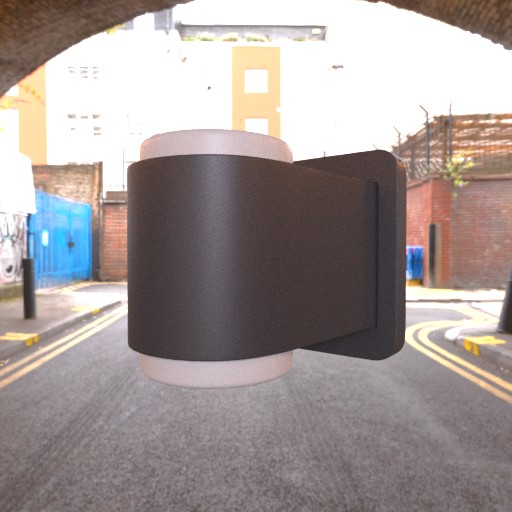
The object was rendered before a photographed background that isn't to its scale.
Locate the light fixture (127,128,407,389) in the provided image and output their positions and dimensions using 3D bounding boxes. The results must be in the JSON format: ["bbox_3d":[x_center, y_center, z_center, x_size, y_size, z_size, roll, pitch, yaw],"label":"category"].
[{"bbox_3d":[0.000,0.000,0.218,0.109,0.109,0.132,1,1,37],"label":"light fixture"}]
